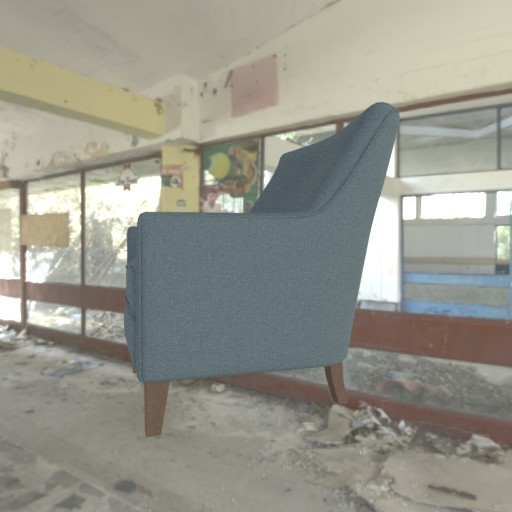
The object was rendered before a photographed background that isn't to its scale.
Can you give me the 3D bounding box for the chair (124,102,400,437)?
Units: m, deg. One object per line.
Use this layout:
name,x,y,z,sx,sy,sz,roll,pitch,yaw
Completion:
chair,0.000,0.000,1.562,0.879,0.916,0.756,0,1,-18
